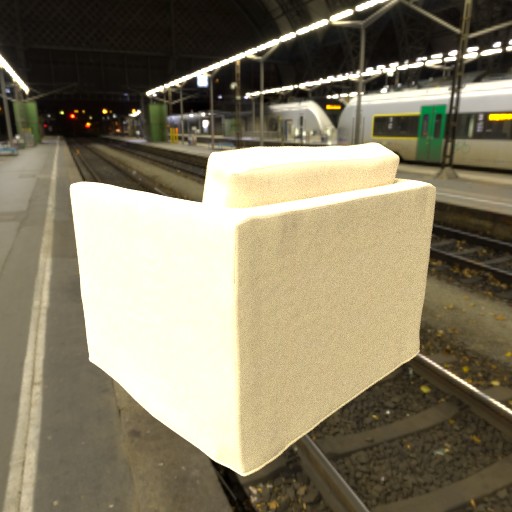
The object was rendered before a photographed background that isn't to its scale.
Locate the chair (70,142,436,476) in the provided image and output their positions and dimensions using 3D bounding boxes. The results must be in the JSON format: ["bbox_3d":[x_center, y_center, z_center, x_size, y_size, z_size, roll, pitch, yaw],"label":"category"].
[{"bbox_3d":[0.000,0.000,1.717,1.057,0.851,0.947,-15,22,-42],"label":"chair"}]
